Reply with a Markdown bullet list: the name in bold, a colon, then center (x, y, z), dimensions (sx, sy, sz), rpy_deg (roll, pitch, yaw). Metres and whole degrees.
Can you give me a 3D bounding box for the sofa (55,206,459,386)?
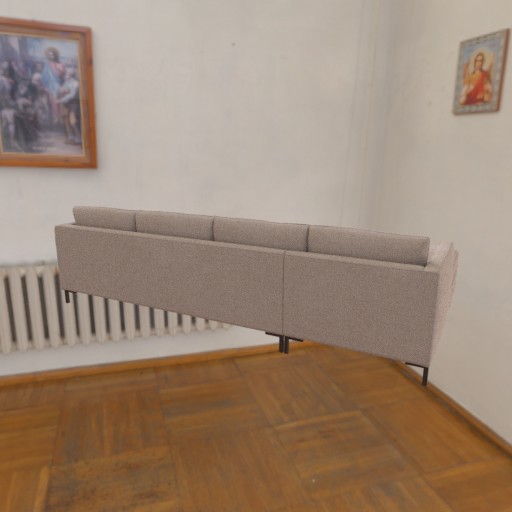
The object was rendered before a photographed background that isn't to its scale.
- **sofa**: center (0.000, 0.000, 3.555), dimensions (2.923, 0.816, 1.469), rpy_deg (7, 16, 26)
